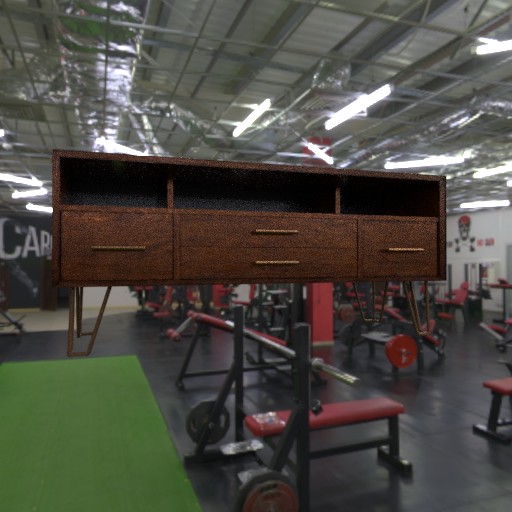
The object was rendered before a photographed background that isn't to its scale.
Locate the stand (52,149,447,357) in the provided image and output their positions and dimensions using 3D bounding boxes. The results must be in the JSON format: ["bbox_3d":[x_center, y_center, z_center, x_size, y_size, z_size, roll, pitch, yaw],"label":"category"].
[{"bbox_3d":[0.000,0.000,1.697,1.372,0.610,0.481,0,0,-17],"label":"stand"}]
